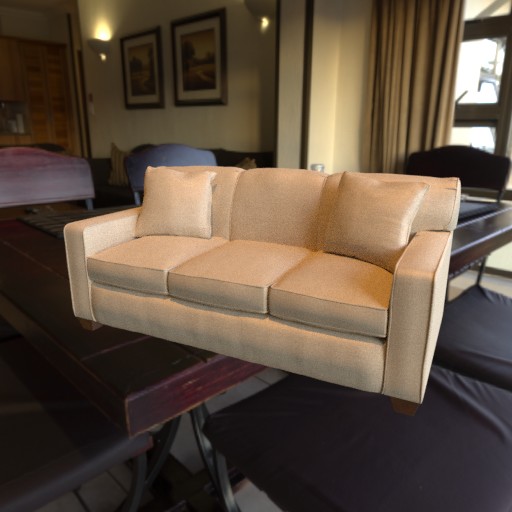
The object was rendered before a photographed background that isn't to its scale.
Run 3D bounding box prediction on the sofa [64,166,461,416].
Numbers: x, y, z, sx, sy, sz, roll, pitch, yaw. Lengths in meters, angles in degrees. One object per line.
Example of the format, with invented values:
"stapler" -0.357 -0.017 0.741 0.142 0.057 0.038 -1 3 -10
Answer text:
"sofa" 0.000 0.000 2.535 2.024 0.958 0.997 8 18 25
